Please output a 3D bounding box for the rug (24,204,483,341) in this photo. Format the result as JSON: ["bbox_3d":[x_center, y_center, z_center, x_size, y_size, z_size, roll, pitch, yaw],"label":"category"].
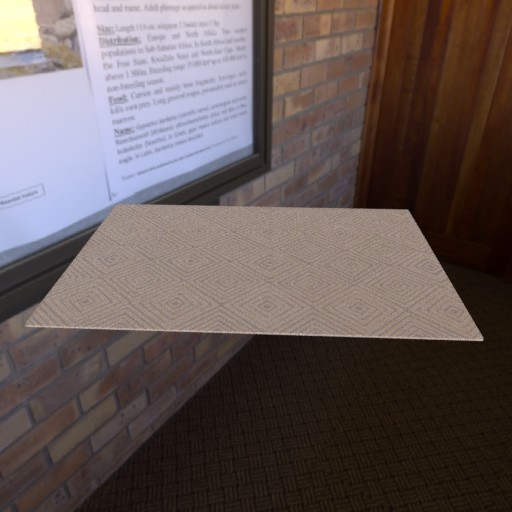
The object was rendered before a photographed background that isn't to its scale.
[{"bbox_3d":[0.000,0.000,2.177,1.753,0.008,1.143,1,31,2],"label":"rug"}]
